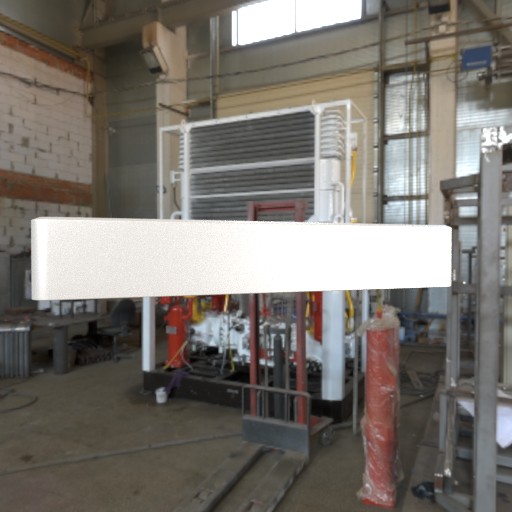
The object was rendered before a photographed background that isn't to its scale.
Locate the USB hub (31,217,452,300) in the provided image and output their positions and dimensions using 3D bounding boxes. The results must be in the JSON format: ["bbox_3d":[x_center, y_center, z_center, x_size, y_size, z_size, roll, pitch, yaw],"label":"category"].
[{"bbox_3d":[0.000,0.000,0.164,0.145,0.023,0.044,0,1,-19],"label":"USB hub"}]
